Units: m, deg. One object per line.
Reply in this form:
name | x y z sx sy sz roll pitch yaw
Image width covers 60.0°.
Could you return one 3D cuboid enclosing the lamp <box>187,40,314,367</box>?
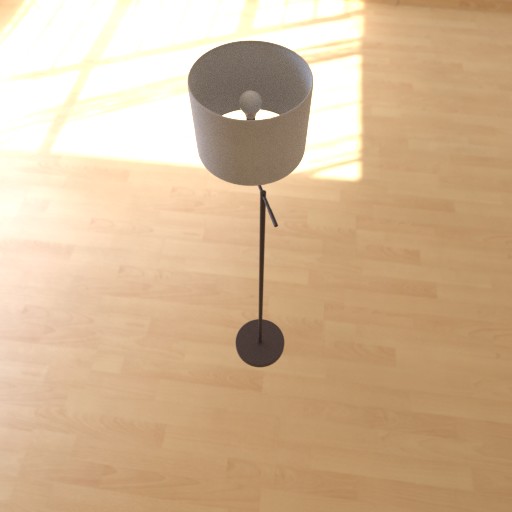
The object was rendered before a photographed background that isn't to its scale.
lamp | 0.000 0.000 1.792 0.324 1.600 0.416 -15 60 -9
